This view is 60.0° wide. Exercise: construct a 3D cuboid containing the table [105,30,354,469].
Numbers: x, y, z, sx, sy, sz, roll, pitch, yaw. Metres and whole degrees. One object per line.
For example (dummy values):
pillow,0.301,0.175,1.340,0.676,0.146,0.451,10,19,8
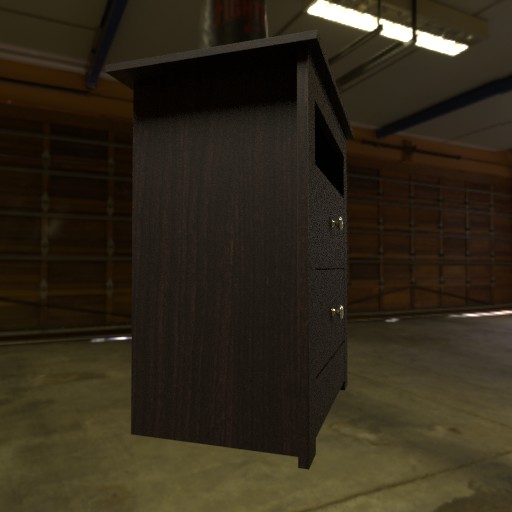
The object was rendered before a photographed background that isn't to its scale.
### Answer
table,0.000,0.000,1.047,0.406,0.711,0.591,0,-2,18
